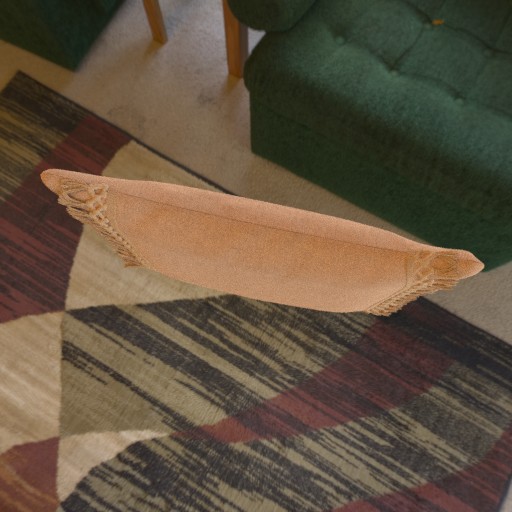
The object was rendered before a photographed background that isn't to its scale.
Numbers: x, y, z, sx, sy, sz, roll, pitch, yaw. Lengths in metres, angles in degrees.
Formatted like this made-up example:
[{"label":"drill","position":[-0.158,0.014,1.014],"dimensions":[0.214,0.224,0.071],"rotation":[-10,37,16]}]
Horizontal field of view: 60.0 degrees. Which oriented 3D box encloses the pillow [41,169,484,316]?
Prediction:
[{"label":"pillow","position":[0.000,0.000,0.592],"dimensions":[0.466,0.305,0.084],"rotation":[12,75,3]}]
